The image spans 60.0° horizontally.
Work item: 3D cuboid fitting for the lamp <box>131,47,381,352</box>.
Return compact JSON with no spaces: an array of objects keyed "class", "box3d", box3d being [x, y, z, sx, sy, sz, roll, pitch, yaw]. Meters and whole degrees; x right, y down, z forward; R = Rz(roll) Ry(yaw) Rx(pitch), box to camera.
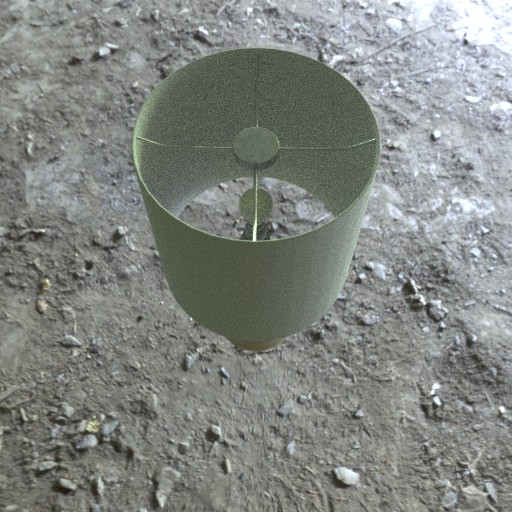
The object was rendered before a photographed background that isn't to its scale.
[{"class":"lamp","box3d":[0.000,0.000,0.458,0.186,0.369,0.186,0,64,0]}]
